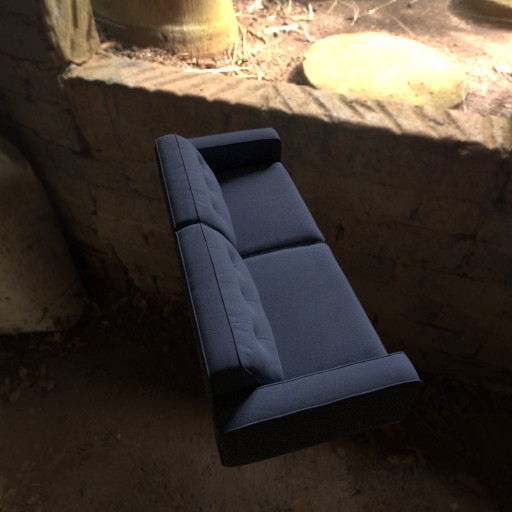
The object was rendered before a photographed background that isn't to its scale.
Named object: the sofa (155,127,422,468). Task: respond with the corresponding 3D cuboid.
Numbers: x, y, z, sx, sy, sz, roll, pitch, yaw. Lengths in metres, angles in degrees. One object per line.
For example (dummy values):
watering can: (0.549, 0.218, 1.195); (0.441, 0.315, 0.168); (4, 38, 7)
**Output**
sofa: (0.000, 0.000, 2.752); (0.953, 0.782, 2.270); (-11, 48, -11)
